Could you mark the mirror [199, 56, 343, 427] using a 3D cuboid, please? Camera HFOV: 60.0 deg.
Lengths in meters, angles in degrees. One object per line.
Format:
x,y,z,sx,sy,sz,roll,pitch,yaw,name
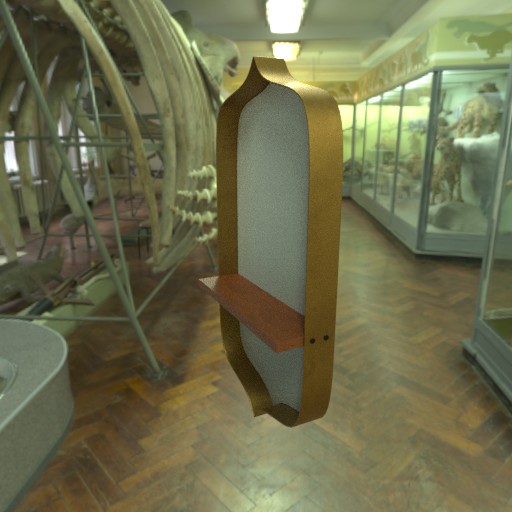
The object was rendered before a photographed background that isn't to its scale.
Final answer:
0.000,0.000,0.736,0.096,0.613,0.323,-7,17,-26,mirror
